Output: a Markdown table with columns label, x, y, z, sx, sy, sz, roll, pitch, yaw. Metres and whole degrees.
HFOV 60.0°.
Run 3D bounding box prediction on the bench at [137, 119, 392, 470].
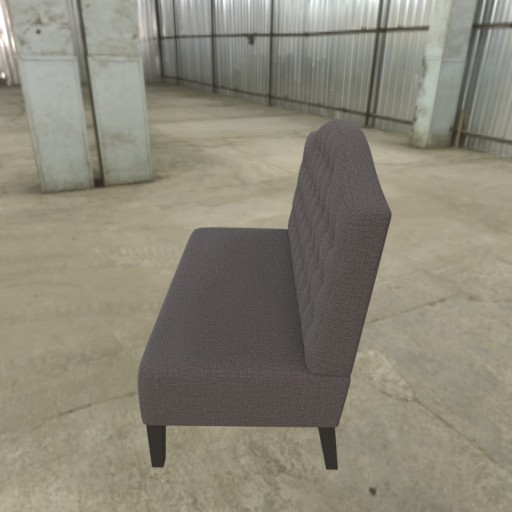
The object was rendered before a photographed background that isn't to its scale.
| label | x | y | z | sx | sy | sz | roll | pitch | yaw |
| --- | --- | --- | --- | --- | --- | --- | --- | --- | --- |
| bench | 0.000 | 0.000 | 2.020 | 0.815 | 1.180 | 1.335 | 0 | 25 | 1 |
